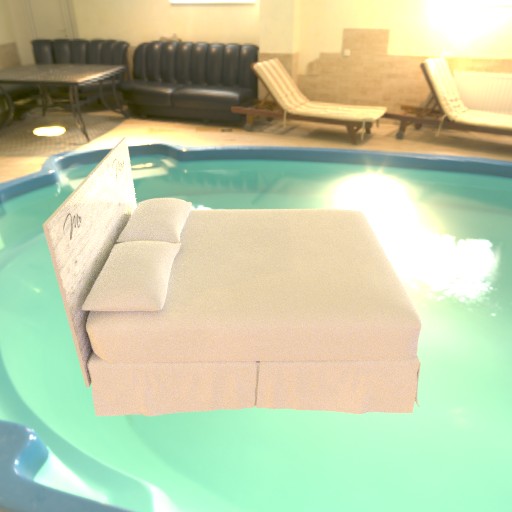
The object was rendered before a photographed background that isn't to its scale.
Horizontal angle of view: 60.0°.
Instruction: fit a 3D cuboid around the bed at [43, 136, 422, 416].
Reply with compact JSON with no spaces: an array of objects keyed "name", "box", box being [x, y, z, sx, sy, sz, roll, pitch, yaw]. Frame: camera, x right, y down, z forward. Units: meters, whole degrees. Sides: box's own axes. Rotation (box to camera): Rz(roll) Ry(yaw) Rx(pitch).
[{"name":"bed","box":[0.000,0.000,3.225,2.094,1.335,1.745,0,30,-1]}]
